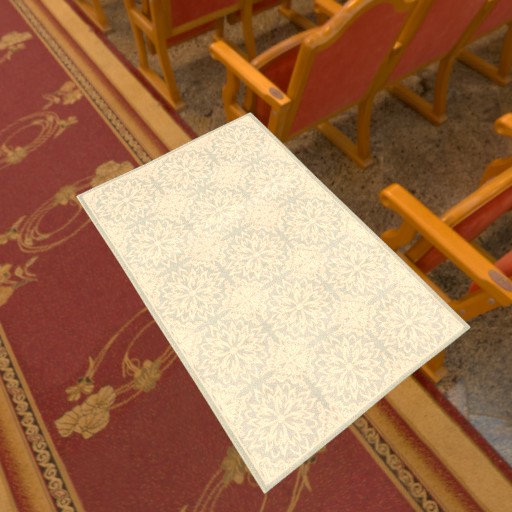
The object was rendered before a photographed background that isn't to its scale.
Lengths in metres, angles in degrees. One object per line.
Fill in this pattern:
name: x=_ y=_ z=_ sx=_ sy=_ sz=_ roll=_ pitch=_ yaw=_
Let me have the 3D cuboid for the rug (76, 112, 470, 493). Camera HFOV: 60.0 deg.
rug: x=0.000 y=0.000 z=2.328 sx=1.219 sy=0.012 sz=1.840 roll=-31 pitch=63 yaw=-18
